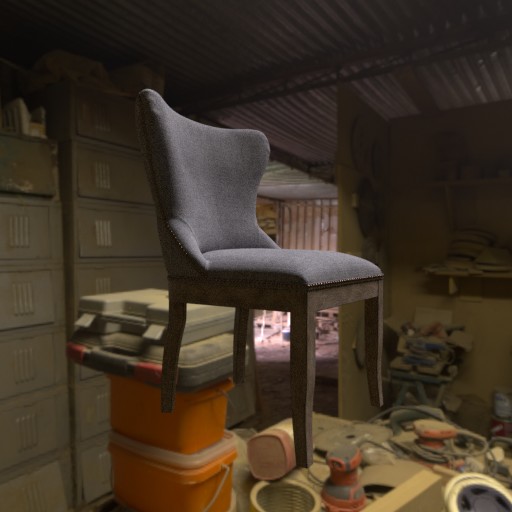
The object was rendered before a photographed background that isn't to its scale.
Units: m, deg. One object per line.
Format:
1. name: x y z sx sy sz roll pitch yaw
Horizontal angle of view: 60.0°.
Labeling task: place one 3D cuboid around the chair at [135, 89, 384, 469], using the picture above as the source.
1. chair: 0.000 0.000 1.458 0.681 1.002 0.654 1 1 35
